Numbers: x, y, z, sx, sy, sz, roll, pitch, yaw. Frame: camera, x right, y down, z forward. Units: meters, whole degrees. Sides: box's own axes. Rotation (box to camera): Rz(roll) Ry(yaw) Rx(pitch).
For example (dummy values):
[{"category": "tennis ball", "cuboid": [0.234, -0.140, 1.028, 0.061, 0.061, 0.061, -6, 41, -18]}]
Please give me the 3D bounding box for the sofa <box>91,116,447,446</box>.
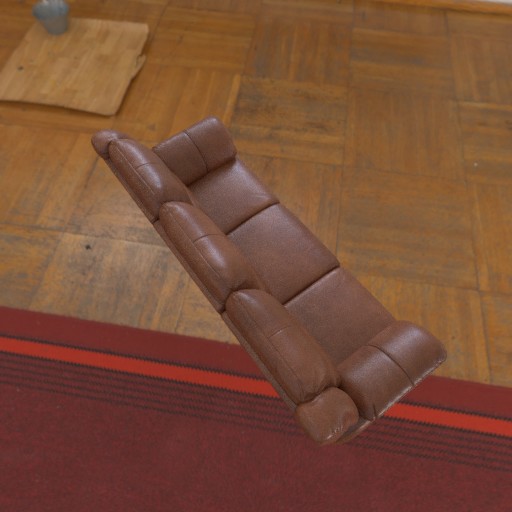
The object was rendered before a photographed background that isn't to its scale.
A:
[{"category": "sofa", "cuboid": [0.000, 0.000, 2.804, 0.991, 1.043, 2.337, -32, 64, -18]}]
